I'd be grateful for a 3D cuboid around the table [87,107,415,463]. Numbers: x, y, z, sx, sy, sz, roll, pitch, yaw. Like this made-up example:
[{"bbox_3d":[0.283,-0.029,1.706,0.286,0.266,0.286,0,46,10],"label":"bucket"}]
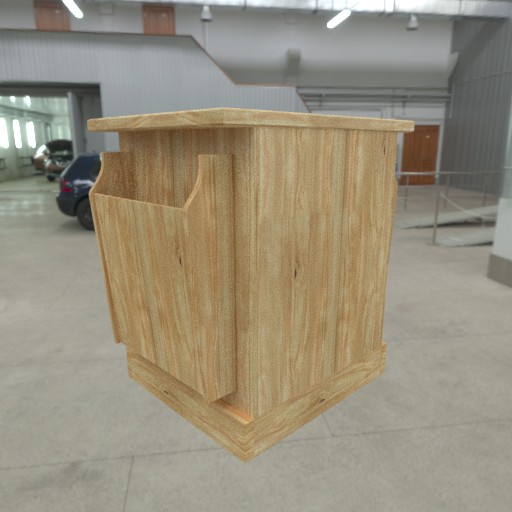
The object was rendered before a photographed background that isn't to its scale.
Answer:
[{"bbox_3d":[0.000,0.000,0.878,0.530,0.515,0.380,-13,19,-42],"label":"table"}]
